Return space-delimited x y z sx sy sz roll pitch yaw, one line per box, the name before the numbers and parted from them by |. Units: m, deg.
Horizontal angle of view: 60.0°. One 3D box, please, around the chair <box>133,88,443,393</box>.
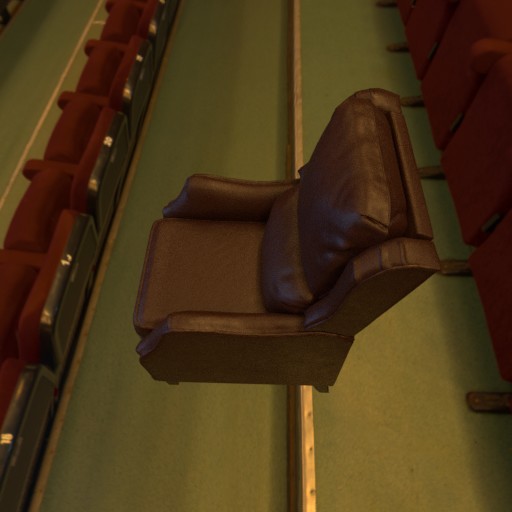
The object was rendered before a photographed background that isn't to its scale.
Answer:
chair | 0.000 0.000 1.747 0.982 1.132 0.770 1 56 1
